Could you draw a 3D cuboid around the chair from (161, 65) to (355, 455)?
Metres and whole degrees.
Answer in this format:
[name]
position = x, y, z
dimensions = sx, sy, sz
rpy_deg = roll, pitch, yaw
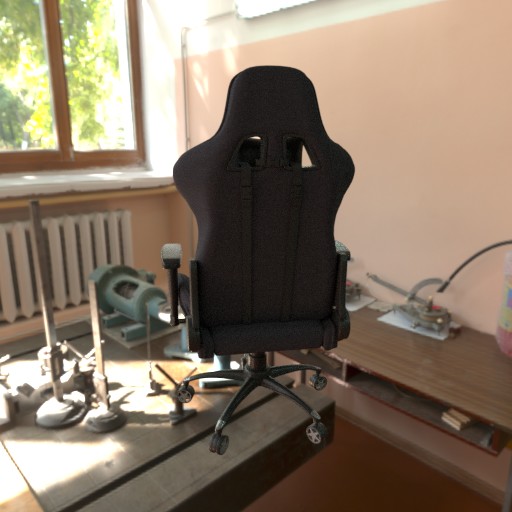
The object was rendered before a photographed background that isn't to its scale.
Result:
[chair]
position = 0.000, 0.000, 1.739
dimensions = 0.730, 1.300, 0.695
rpy_deg = -2, 15, -9
